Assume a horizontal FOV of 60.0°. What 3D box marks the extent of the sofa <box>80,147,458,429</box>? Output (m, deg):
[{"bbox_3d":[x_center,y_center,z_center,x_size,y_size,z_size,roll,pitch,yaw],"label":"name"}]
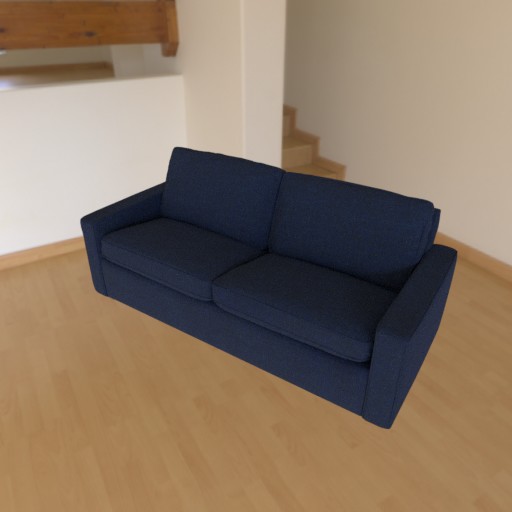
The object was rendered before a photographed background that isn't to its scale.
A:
[{"bbox_3d":[0.000,0.000,2.636,2.080,0.919,0.940,18,35,29],"label":"sofa"}]
